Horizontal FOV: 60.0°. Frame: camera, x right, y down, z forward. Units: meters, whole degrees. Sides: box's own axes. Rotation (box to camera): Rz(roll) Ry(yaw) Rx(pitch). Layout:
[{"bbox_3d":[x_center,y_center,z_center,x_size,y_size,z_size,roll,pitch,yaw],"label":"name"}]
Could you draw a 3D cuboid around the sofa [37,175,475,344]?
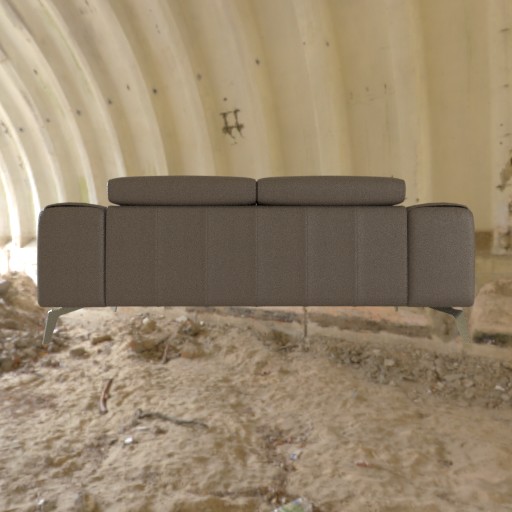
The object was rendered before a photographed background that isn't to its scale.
[{"bbox_3d":[0.000,0.000,2.431,1.930,0.753,1.024,0,1,0],"label":"sofa"}]
